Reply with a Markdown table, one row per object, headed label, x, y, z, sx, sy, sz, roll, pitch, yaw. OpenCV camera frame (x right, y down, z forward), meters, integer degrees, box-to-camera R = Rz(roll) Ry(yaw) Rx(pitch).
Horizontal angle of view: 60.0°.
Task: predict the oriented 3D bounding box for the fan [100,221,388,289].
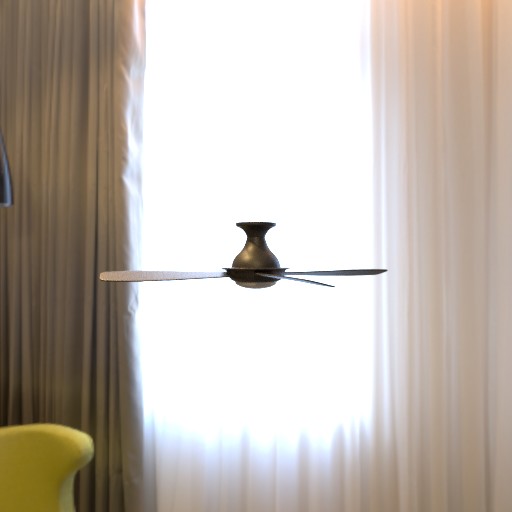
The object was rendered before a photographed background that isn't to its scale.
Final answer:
| label | x | y | z | sx | sy | sz | roll | pitch | yaw |
| --- | --- | --- | --- | --- | --- | --- | --- | --- | --- |
| fan | 0.000 | 0.000 | 2.546 | 1.694 | 0.382 | 1.694 | 0 | 0 | -18 |
